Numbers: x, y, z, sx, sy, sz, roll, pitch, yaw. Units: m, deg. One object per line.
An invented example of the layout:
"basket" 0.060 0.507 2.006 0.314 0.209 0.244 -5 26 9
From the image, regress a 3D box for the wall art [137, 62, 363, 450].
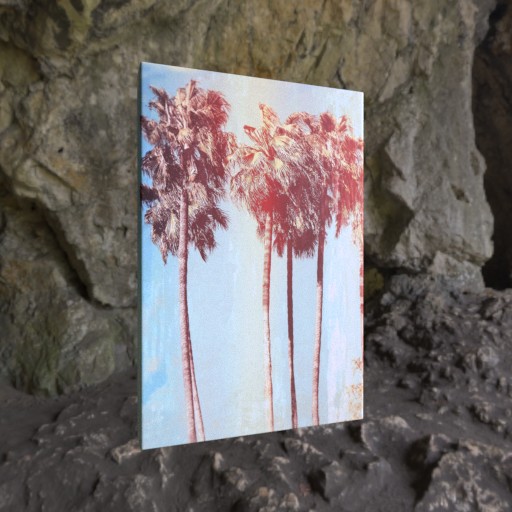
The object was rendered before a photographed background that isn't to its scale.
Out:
"wall art" 0.000 0.000 0.490 0.251 0.380 0.039 0 0 -19
